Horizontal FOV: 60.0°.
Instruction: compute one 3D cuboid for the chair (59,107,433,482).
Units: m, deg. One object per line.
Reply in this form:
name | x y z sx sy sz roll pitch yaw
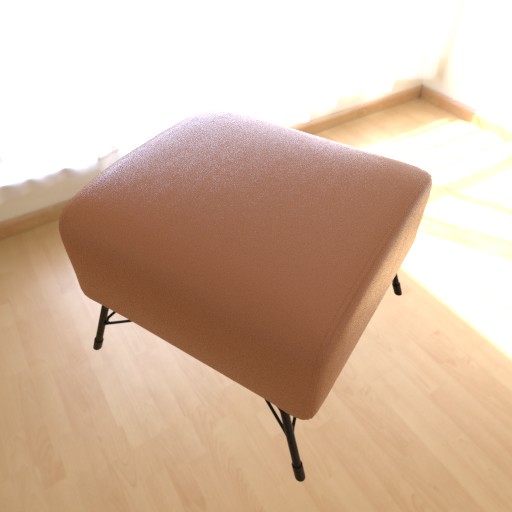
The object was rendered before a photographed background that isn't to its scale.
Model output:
chair | 0.000 0.000 0.901 0.530 0.410 0.530 24 49 23
